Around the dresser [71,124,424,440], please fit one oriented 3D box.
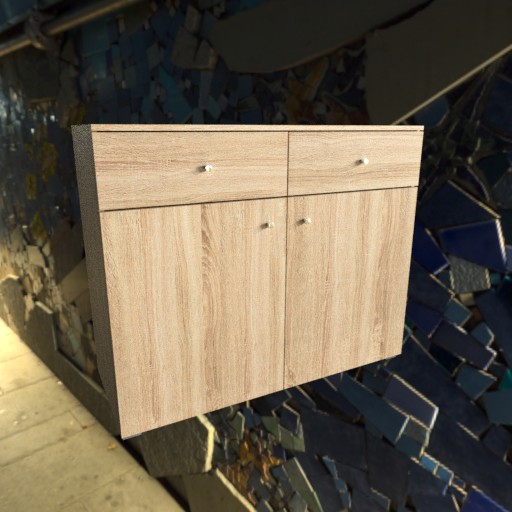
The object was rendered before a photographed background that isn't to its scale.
[{"bbox_3d":[0.000,0.000,1.595,1.100,0.900,0.450,-8,18,-26],"label":"dresser"}]
